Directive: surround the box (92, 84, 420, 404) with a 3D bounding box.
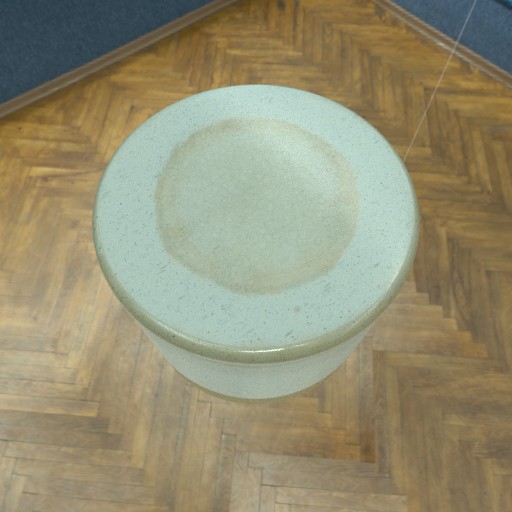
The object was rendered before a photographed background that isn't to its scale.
[{"bbox_3d":[0.000,0.000,0.260,0.154,0.123,0.154,0,62,0],"label":"box"}]
